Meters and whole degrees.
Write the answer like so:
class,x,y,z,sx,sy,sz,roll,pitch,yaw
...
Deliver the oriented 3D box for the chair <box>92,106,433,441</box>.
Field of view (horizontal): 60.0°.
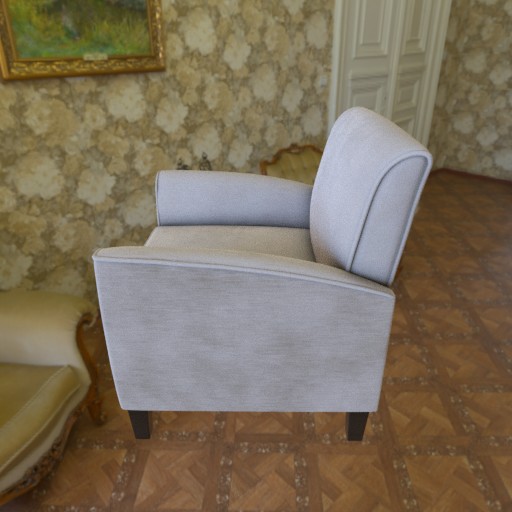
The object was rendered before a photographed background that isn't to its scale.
class,x,y,z,sx,sy,sz,roll,pitch,yaw
chair,0.000,0.000,1.519,0.821,0.915,0.820,0,26,1
